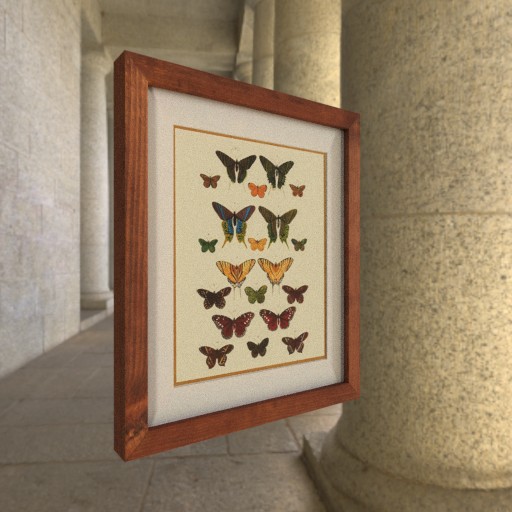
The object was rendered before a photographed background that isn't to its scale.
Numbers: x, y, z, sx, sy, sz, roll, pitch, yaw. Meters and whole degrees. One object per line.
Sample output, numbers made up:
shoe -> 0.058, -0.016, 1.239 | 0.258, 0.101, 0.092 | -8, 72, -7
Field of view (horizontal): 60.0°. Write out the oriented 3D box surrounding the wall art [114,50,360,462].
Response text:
wall art -> 0.000, 0.000, 0.608 | 0.377, 0.449, 0.039 | 0, 0, -35
